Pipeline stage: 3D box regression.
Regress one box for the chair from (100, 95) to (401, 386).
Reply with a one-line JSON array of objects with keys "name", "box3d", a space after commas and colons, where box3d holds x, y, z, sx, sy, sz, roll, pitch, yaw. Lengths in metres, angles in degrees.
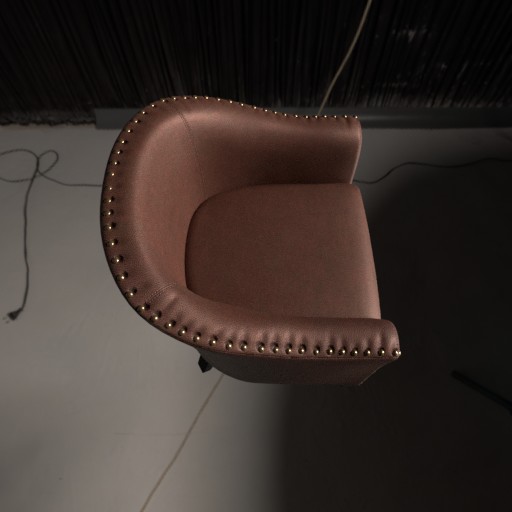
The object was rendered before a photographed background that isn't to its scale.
[{"name": "chair", "box3d": [0.000, 0.000, 1.434, 0.748, 0.823, 0.794, -1, 63, -1]}]
